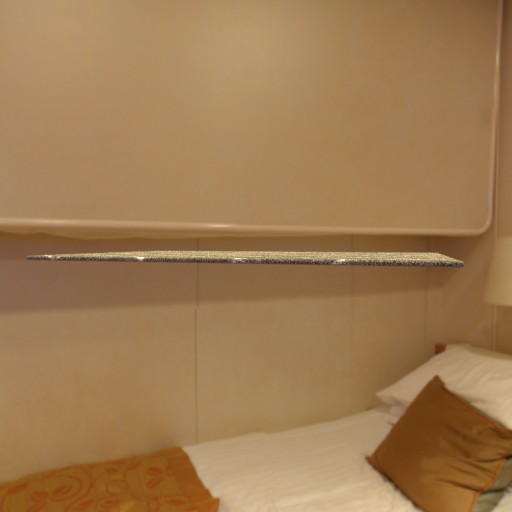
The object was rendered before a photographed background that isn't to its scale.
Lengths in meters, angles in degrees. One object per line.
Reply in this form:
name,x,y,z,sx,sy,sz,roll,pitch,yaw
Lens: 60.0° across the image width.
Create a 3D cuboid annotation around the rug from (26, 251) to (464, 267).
rug,0.000,0.000,3.433,2.743,0.030,1.778,1,2,19
